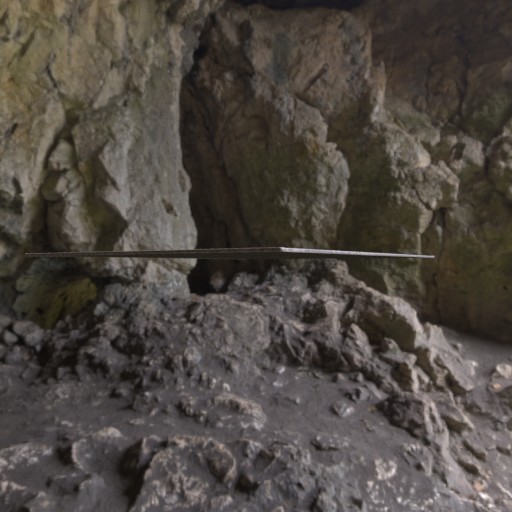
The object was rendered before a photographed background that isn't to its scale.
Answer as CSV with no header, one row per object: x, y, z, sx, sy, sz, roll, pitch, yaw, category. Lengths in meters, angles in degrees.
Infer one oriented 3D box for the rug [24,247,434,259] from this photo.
0.000,0.000,4.101,2.449,0.025,3.049,-1,-1,35,rug
